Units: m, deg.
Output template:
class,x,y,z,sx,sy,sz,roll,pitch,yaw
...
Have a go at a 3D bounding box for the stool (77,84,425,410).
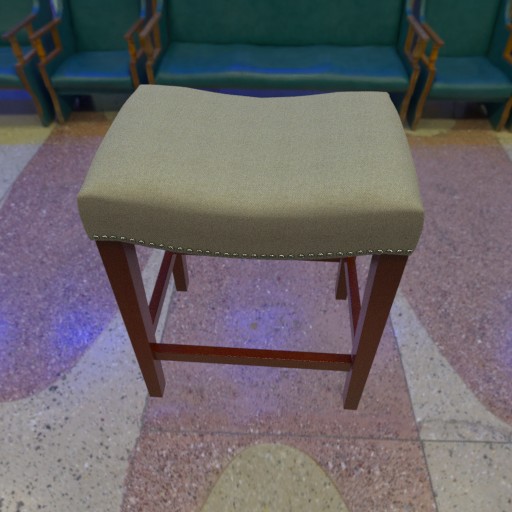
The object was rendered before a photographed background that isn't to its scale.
class,x,y,z,sx,sy,sz,roll,pitch,yaw
stool,0.000,0.000,0.954,0.509,0.632,0.375,3,46,3
